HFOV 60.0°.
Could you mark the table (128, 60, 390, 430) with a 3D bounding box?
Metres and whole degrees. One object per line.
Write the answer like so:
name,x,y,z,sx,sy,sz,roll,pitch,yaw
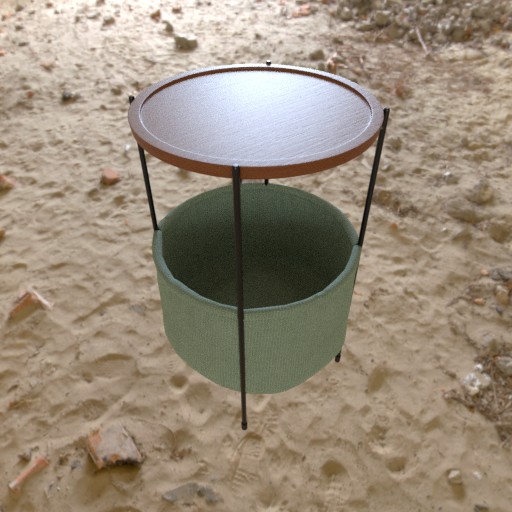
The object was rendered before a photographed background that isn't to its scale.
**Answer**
table,0.000,0.000,0.882,0.400,0.623,0.400,-27,48,-28
